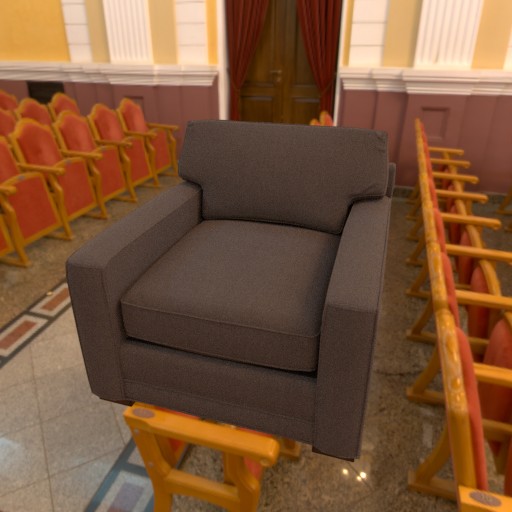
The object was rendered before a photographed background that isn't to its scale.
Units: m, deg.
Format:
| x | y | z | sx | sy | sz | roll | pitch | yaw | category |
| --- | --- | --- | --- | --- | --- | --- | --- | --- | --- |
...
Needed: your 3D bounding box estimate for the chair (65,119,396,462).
| x | y | z | sx | sy | sz | roll | pitch | yaw | category |
| --- | --- | --- | --- | --- | --- | --- | --- | --- | --- |
| 0.000 | 0.000 | 1.781 | 0.997 | 0.913 | 1.043 | 8 | 28 | 15 | chair |
